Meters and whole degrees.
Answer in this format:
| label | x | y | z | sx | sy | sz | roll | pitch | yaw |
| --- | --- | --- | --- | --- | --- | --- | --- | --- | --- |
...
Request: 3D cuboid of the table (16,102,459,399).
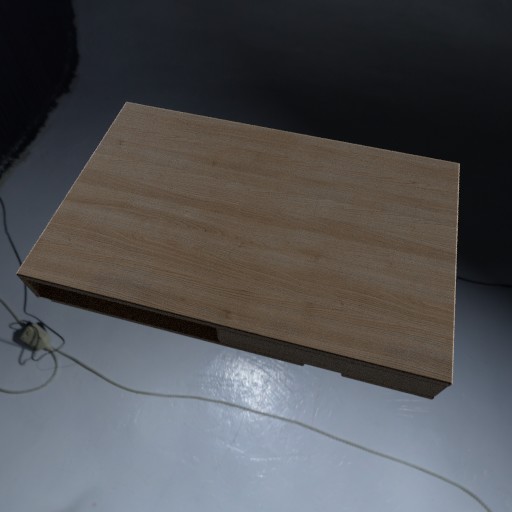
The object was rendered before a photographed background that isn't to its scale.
| label | x | y | z | sx | sy | sz | roll | pitch | yaw |
| --- | --- | --- | --- | --- | --- | --- | --- | --- | --- |
| table | 0.000 | 0.000 | 1.436 | 1.100 | 0.440 | 0.700 | 13 | 59 | 8 |
